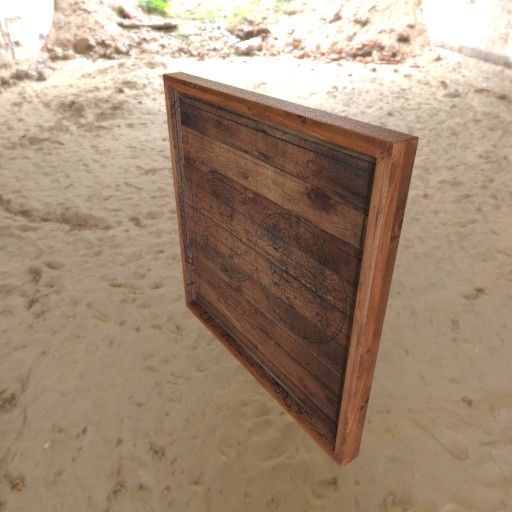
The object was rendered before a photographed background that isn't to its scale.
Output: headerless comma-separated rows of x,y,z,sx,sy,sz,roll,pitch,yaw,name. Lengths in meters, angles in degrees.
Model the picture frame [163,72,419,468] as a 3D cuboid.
0.000,0.000,0.516,0.028,0.356,0.352,-20,37,-30,picture frame
